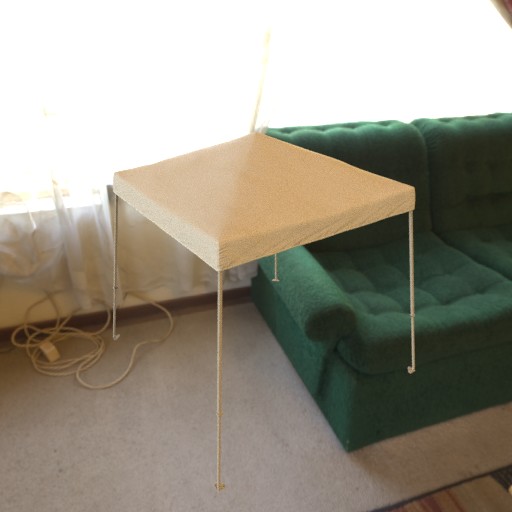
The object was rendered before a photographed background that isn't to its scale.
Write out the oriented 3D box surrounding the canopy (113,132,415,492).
[{"bbox_3d":[0.000,0.000,6.565,3.599,3.600,3.600,-17,31,-31],"label":"canopy"}]
